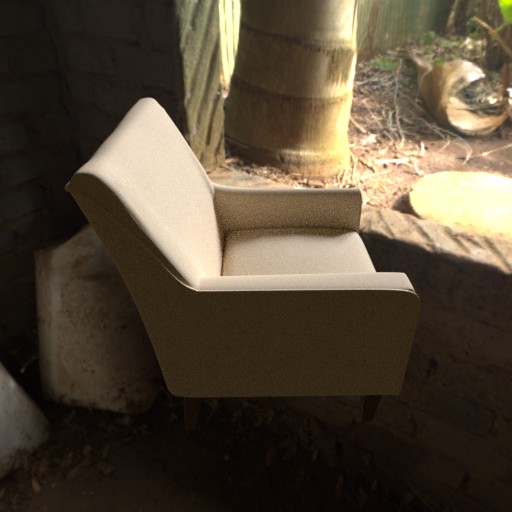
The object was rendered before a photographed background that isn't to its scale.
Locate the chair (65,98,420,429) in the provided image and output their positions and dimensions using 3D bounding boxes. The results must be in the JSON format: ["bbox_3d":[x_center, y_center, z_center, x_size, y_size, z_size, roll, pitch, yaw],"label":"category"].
[{"bbox_3d":[0.000,0.000,1.567,0.899,0.919,0.780,-1,32,-1],"label":"chair"}]
